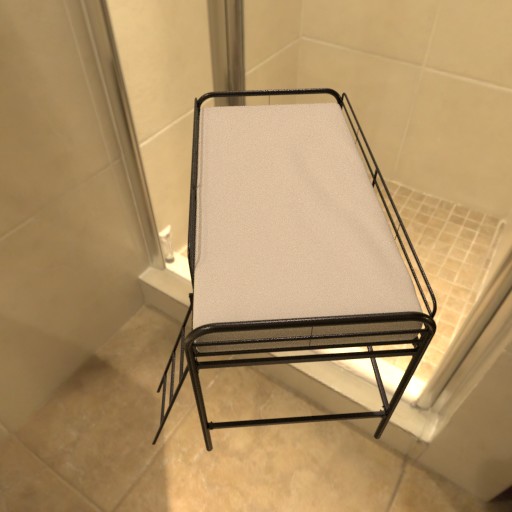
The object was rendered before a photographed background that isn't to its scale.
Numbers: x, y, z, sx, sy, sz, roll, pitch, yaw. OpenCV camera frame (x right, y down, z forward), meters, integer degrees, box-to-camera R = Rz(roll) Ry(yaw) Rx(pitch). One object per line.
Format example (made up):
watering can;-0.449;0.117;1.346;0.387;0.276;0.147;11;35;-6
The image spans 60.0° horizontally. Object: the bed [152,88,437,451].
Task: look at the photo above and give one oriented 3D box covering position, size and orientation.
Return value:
bed;0.000;0.000;2.876;1.393;1.289;1.968;-3;47;-3
